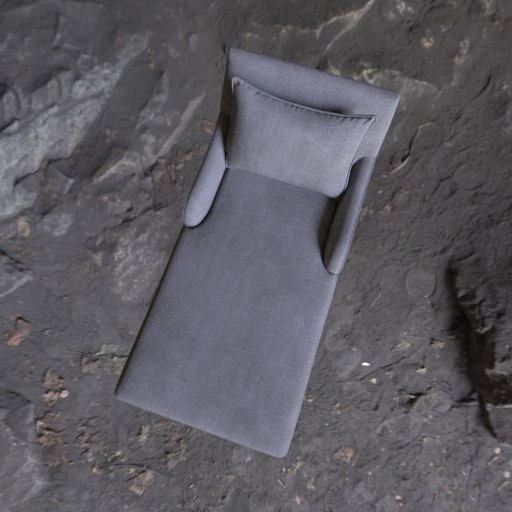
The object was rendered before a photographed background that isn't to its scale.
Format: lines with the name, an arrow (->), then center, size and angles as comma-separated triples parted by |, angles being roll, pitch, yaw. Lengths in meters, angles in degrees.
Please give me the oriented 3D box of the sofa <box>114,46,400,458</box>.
sofa -> 0.000, 0.000, 2.297 | 0.894, 0.859, 1.779 | 18, 74, 5
